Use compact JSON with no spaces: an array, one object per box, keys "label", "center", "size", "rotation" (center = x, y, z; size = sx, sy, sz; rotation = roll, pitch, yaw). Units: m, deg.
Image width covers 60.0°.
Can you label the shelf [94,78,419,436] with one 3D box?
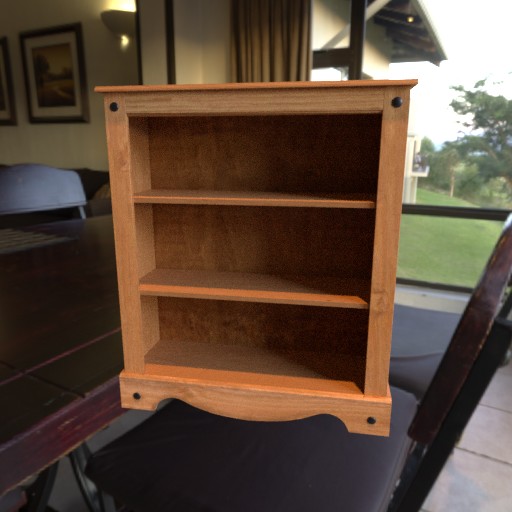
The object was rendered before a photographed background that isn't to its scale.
[{"label":"shelf","center":[0.000,0.000,1.382],"size":[0.840,0.980,0.291],"rotation":[2,14,10]}]
